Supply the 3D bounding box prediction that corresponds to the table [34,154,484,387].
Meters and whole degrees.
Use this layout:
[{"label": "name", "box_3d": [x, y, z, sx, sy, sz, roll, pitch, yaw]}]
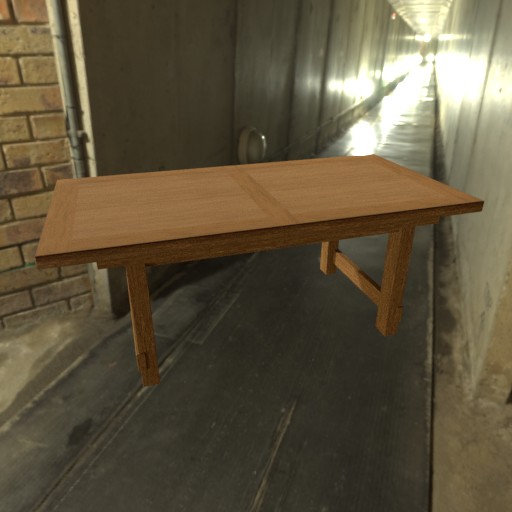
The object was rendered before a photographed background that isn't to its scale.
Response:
[{"label": "table", "box_3d": [0.000, 0.000, 2.447, 1.982, 0.762, 1.000, -8, 27, -16]}]
